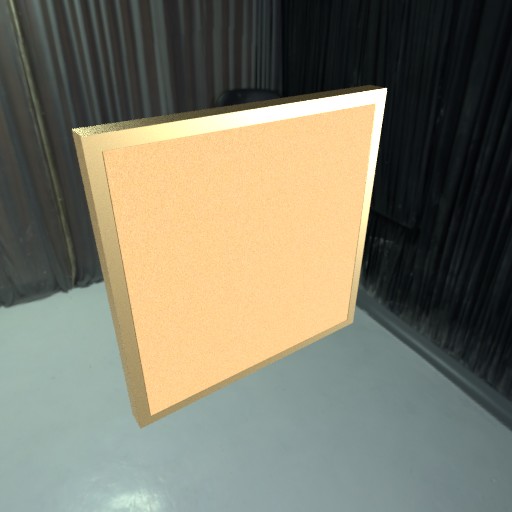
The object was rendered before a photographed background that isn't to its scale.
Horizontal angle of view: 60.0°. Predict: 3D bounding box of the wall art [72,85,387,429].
[{"bbox_3d":[0.000,0.000,1.949,1.284,1.284,0.095,-19,36,-29],"label":"wall art"}]
